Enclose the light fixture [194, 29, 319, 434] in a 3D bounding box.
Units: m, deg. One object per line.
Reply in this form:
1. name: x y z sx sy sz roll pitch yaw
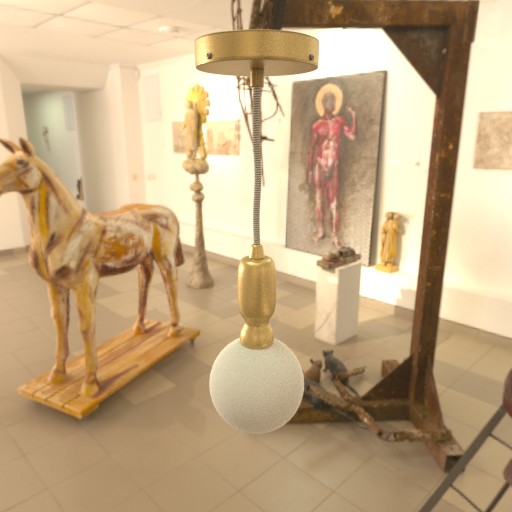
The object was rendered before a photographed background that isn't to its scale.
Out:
1. light fixture: 0.000 0.000 0.579 0.146 0.510 0.147 -15 21 -43
